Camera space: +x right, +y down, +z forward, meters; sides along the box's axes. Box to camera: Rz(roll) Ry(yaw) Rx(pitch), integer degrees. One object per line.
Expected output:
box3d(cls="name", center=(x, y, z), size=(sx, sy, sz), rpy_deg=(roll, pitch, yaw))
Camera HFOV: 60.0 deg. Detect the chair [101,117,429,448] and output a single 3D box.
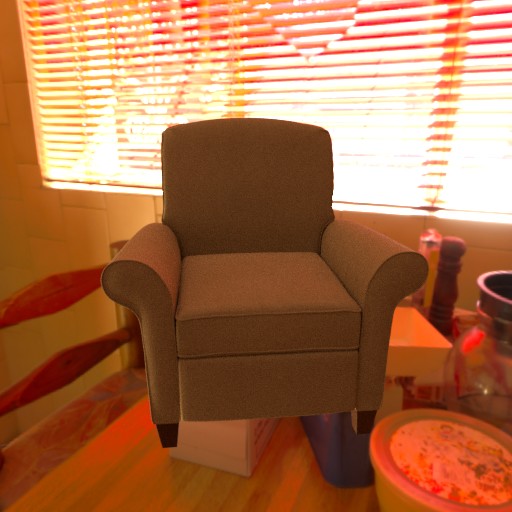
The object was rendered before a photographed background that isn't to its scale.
box3d(cls="chair", center=(0.000, 0.000, 1.738), size=(0.978, 1.061, 0.905), rpy_deg=(-2, 16, -6))
